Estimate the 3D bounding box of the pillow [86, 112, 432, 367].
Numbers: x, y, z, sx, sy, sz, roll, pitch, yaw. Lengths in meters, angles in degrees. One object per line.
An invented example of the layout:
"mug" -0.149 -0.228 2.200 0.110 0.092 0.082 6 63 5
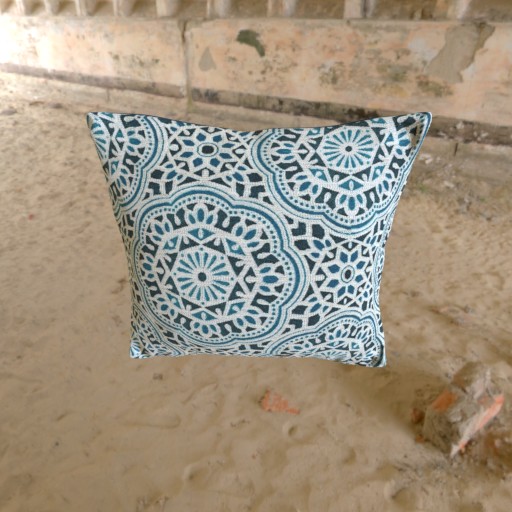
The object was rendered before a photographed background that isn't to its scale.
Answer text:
"pillow" 0.000 0.000 0.658 0.440 0.420 0.145 1 30 2
